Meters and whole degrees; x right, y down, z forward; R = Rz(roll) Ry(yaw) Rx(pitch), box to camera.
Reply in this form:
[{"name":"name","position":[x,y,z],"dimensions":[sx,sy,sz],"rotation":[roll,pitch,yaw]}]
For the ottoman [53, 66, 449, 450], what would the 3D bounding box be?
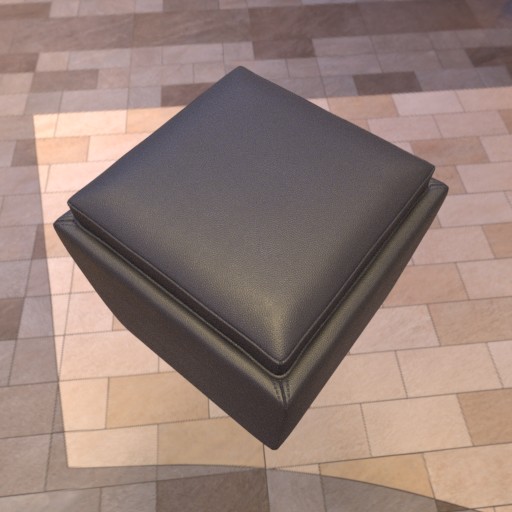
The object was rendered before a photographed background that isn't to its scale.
[{"name":"ottoman","position":[0.000,0.000,0.807],"dimensions":[0.450,0.460,0.451],"rotation":[34,65,18]}]
